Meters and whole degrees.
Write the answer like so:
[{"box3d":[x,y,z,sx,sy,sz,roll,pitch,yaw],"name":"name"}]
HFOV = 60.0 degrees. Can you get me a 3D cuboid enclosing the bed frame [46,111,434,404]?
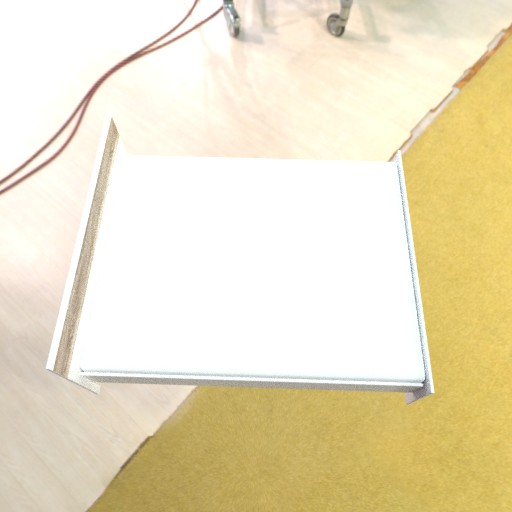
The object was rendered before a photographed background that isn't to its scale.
[{"box3d":[0.000,0.000,2.947,2.060,0.800,1.720,2,64,1],"name":"bed frame"}]
